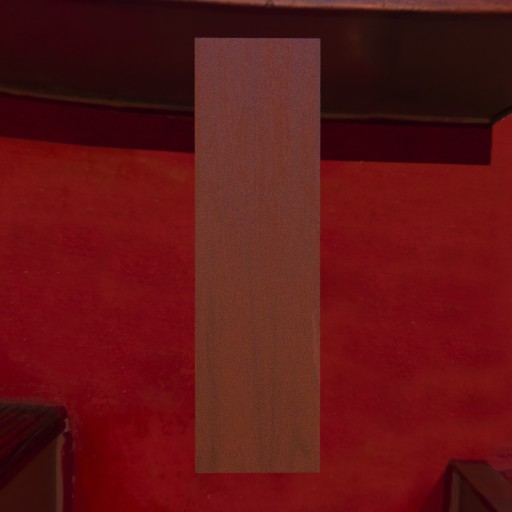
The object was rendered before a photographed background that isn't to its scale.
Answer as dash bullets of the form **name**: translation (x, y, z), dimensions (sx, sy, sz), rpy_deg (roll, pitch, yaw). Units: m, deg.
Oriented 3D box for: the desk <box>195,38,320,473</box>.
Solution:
- **desk**: translation (0.000, 0.000, 1.681), dimensions (0.384, 0.917, 1.204), rpy_deg (0, 90, -1)
